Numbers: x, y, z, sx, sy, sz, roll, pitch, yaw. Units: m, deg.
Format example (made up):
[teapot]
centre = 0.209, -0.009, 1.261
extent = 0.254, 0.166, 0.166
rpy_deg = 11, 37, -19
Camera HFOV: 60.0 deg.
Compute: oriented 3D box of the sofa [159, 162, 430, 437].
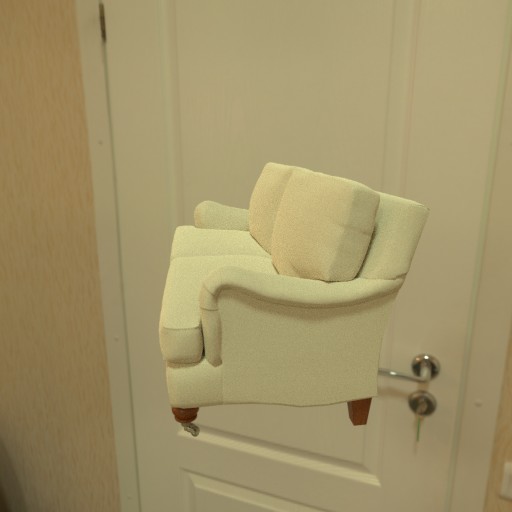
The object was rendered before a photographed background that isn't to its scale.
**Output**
[sofa]
centre = 0.000, 0.000, 2.764
extent = 1.086, 1.087, 2.159
rpy_deg = -2, 15, -8
